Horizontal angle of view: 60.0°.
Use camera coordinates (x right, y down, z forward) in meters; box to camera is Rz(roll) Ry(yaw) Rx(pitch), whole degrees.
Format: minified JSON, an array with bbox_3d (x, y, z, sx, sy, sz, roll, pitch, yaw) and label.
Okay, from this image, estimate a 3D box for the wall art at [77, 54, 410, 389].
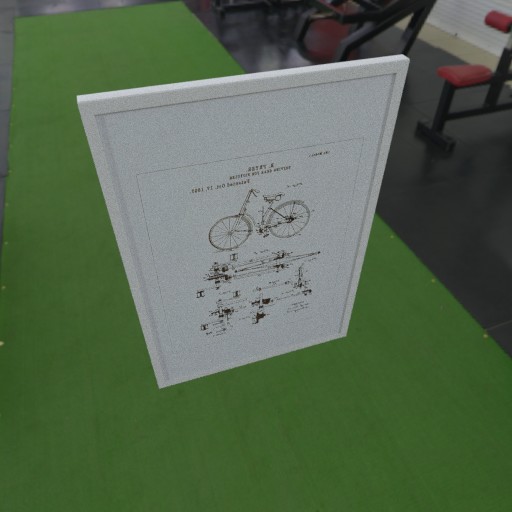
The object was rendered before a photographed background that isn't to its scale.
[{"bbox_3d":[0.000,0.000,0.591,0.332,0.477,0.015,-13,45,-13],"label":"wall art"}]
